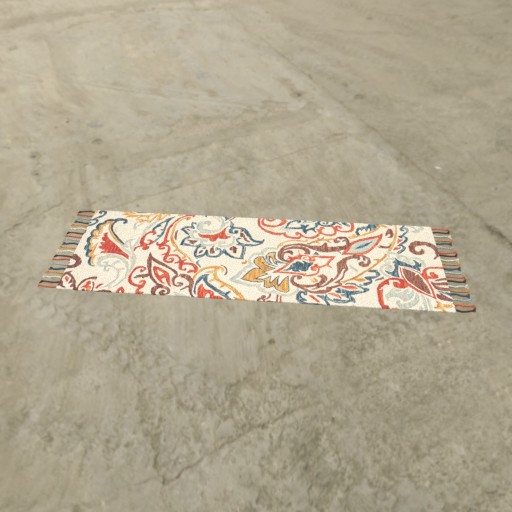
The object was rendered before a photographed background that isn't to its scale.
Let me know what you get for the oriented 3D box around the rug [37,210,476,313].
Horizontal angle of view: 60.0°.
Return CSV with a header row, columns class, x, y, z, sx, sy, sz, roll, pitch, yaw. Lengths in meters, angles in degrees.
class,x,y,z,sx,sy,sz,roll,pitch,yaw
rug,0.000,0.000,2.956,2.682,0.015,0.763,3,45,3
